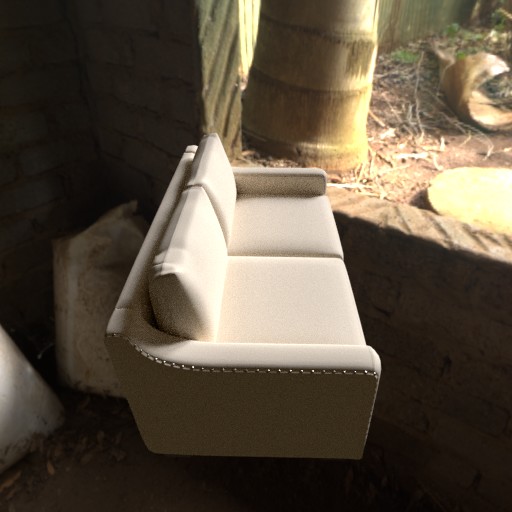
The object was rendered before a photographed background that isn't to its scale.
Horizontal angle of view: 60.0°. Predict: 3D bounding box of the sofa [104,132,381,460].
[{"bbox_3d":[0.000,0.000,2.313,0.949,0.830,1.812,1,33,1],"label":"sofa"}]
